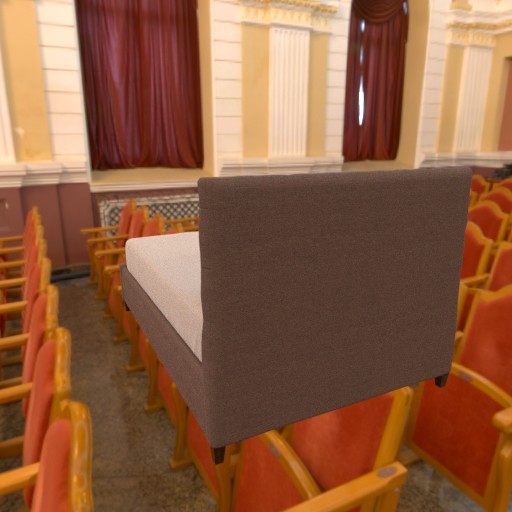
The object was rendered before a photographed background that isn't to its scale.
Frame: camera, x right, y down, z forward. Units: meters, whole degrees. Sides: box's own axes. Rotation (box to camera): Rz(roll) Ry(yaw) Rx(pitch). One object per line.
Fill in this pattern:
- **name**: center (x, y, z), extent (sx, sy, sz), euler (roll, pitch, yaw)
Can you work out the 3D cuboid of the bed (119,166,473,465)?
- **bed**: center (0.000, 0.000, 3.405), extent (1.698, 1.427, 2.387), euler (-7, 17, -26)
